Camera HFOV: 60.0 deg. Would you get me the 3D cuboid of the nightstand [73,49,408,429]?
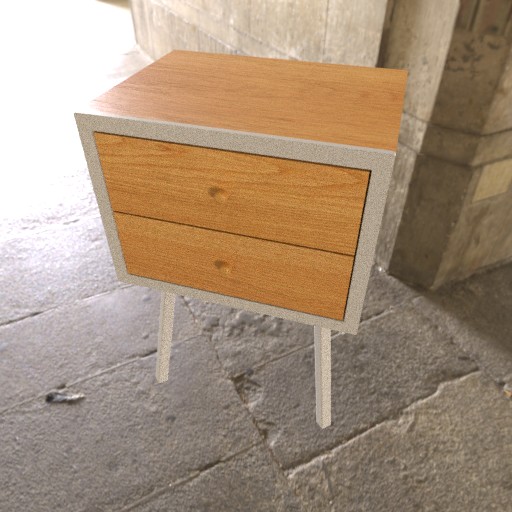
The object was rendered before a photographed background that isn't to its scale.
[{"bbox_3d":[0.000,0.000,0.814,0.400,0.601,0.316,11,41,13],"label":"nightstand"}]
